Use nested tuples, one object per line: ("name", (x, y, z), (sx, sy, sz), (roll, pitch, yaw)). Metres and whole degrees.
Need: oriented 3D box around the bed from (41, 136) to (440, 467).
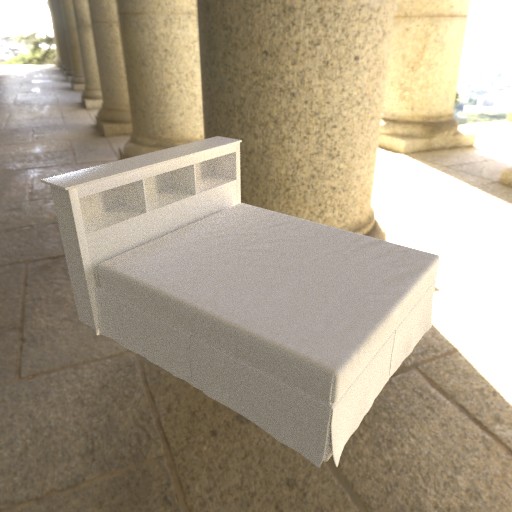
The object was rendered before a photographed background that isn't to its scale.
("bed", (0.000, 0.000, 3.046), (2.133, 1.092, 1.671), (19, 32, 33))
